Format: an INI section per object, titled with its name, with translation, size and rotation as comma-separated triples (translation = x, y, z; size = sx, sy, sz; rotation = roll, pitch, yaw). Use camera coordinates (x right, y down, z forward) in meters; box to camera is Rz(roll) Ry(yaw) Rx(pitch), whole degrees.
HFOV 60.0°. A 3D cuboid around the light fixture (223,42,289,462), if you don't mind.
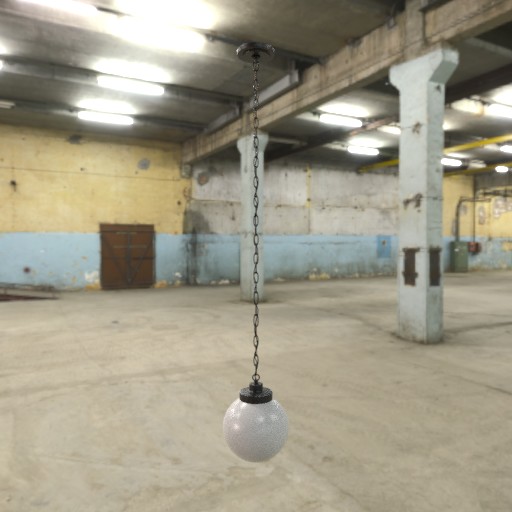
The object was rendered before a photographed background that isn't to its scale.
[light fixture]
translation = 0.000, 0.000, 2.028
size = 0.305, 1.867, 0.304
rotation = 0, 1, 0
